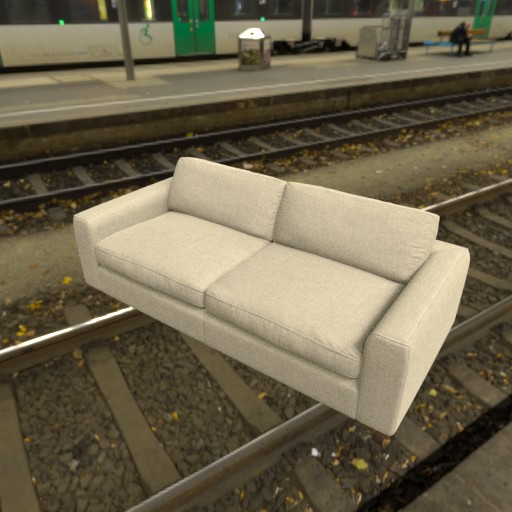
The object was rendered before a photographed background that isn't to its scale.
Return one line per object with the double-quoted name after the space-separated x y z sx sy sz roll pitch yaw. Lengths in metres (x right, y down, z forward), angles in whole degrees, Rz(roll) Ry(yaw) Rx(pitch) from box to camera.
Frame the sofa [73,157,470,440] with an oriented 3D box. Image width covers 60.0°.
0.000 0.000 2.761 2.262 0.801 1.070 19 34 30 "sofa"
